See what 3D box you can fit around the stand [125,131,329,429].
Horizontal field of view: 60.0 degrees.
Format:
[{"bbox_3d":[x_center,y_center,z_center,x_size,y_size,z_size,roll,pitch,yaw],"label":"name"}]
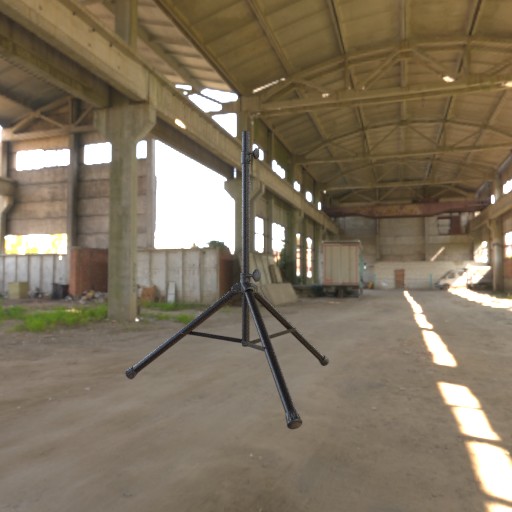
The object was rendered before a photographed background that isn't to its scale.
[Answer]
[{"bbox_3d":[0.000,0.000,1.843,1.045,1.136,0.907,1,-2,-16],"label":"stand"}]
